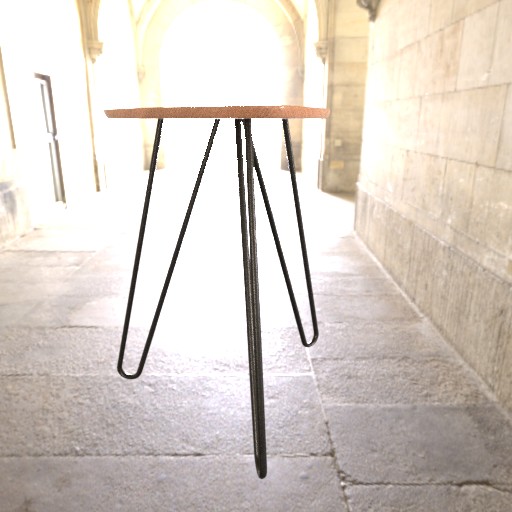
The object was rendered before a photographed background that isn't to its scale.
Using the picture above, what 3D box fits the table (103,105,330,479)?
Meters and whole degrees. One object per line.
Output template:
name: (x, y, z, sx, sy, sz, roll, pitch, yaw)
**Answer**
table: (0.000, 0.000, 0.898, 0.442, 0.564, 0.455, 16, 23, 42)
